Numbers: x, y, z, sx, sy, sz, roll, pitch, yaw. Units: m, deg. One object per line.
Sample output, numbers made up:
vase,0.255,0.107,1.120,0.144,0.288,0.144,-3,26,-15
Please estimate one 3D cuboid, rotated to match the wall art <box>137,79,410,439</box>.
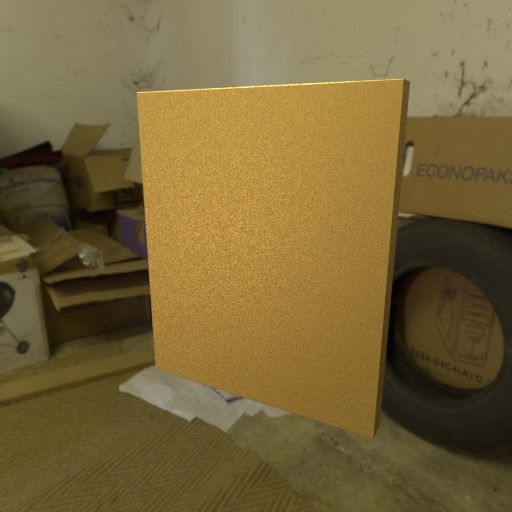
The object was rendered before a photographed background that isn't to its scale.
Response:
wall art,0.000,0.000,0.901,0.537,0.642,0.048,8,18,27
